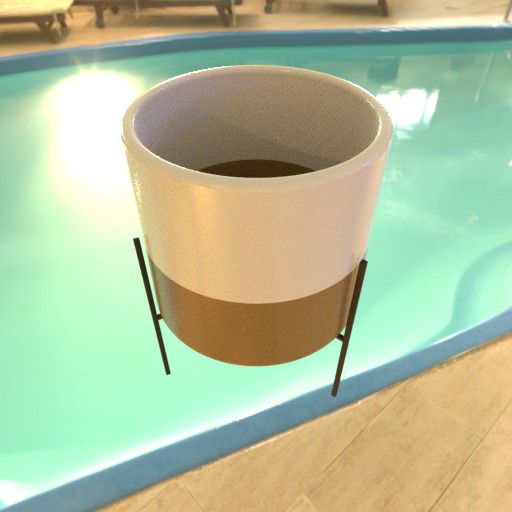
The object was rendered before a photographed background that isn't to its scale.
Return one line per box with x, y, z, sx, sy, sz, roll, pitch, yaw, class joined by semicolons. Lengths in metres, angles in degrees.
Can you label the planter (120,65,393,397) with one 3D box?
0.000;0.000;0.637;0.310;0.432;0.310;-27;49;-26;planter
